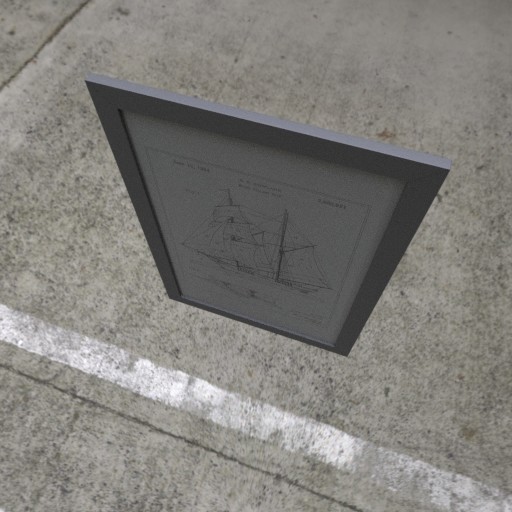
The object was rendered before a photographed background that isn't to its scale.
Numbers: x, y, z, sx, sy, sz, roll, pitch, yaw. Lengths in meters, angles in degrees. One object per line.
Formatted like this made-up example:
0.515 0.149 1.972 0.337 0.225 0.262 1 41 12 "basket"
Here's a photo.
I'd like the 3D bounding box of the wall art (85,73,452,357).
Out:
0.000 0.000 0.667 0.380 0.534 0.013 17 60 10 "wall art"
